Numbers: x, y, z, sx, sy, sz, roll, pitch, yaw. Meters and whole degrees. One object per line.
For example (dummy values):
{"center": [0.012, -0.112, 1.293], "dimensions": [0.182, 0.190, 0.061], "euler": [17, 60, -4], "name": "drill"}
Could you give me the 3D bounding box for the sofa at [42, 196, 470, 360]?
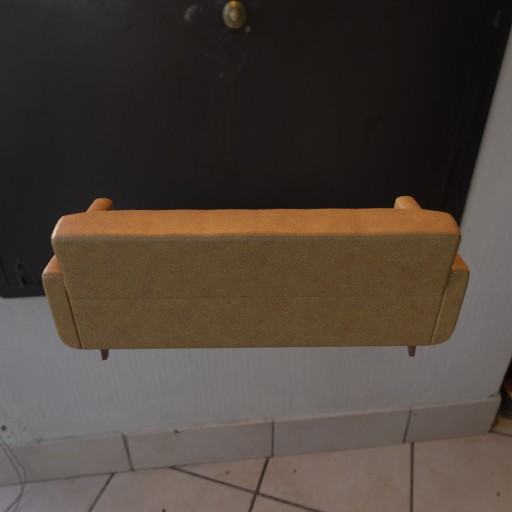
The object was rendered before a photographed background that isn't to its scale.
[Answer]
{"center": [0.000, 0.000, 2.637], "dimensions": [2.137, 0.892, 0.980], "euler": [0, 31, -1], "name": "sofa"}
